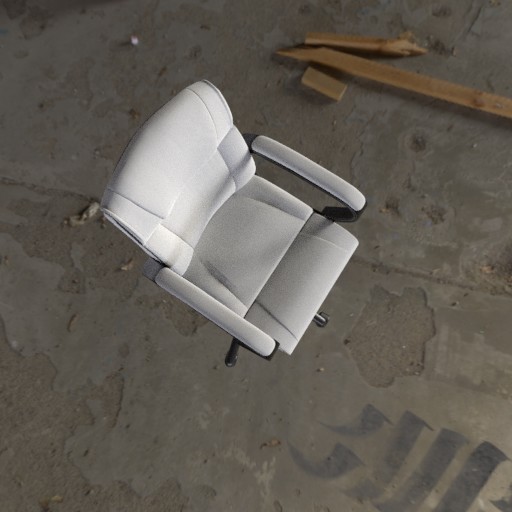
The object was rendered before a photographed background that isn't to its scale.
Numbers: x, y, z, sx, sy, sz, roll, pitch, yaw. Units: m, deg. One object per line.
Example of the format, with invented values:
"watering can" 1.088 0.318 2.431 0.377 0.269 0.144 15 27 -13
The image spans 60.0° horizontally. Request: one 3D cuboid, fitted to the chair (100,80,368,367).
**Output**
"chair" 0.000 0.000 1.525 0.717 1.004 0.739 33 78 8
